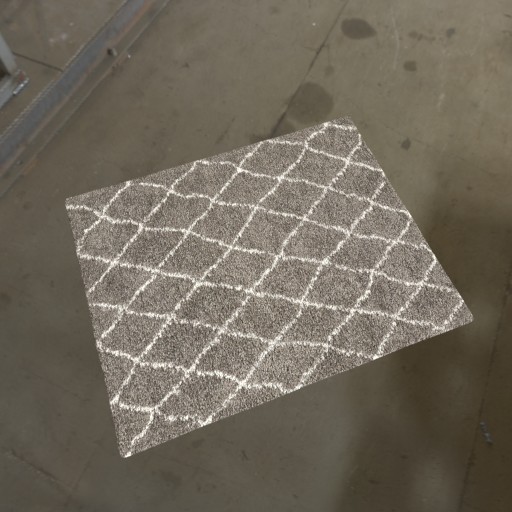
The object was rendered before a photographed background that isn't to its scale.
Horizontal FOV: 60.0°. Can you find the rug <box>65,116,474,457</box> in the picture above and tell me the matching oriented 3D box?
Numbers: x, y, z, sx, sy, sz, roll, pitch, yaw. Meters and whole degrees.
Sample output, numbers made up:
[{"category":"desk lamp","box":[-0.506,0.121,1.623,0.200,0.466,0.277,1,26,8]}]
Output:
[{"category":"rug","box":[0.000,0.000,4.021,3.047,0.029,2.438,-19,65,-9]}]
